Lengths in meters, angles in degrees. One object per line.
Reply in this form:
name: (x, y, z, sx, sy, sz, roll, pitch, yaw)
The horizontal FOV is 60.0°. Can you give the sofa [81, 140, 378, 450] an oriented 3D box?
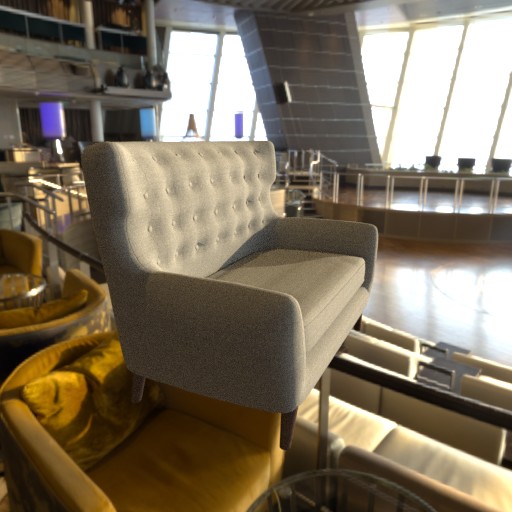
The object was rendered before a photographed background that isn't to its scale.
sofa: (0.000, 0.000, 2.045, 0.884, 1.028, 1.386, 7, 16, 25)
